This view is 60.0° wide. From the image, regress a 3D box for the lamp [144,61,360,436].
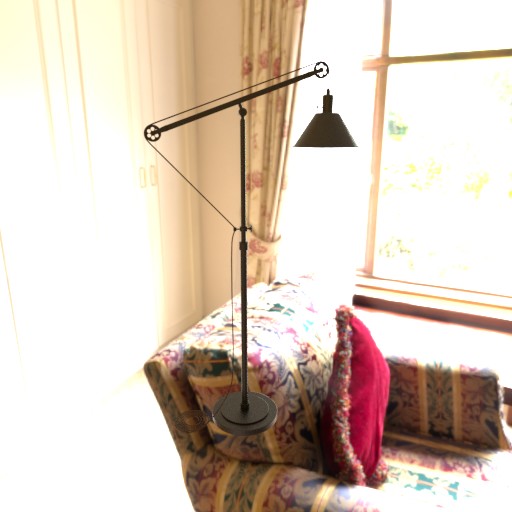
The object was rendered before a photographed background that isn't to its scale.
[{"bbox_3d":[0.000,0.000,1.981,0.904,1.626,0.319,-3,16,-11],"label":"lamp"}]
